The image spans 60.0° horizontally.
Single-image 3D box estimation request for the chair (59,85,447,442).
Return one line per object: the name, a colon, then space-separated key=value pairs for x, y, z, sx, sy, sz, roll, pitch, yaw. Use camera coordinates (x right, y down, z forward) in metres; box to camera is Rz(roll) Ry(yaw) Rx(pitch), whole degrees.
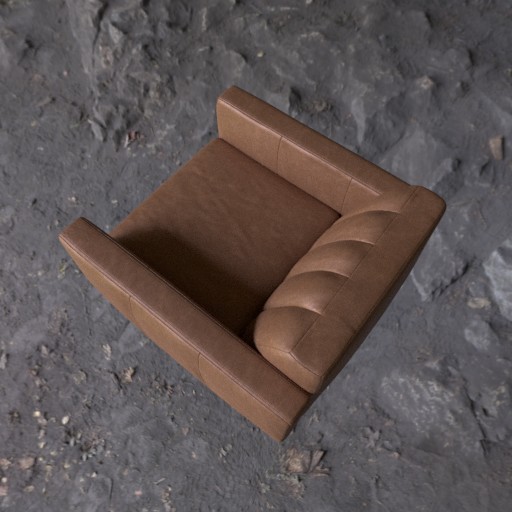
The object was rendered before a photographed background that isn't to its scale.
chair: x=0.000 y=0.000 z=1.687 sx=0.998 sy=0.819 sz=0.953 roll=35 pitch=68 yaw=17
